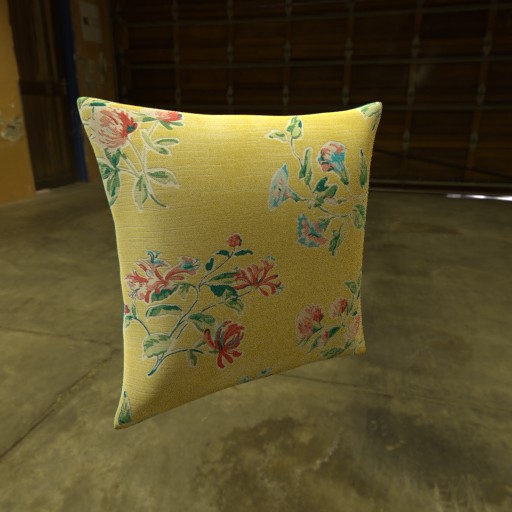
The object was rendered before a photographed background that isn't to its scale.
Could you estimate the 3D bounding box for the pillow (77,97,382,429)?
[{"bbox_3d":[0.000,0.000,0.762,0.525,0.508,0.166,-9,20,-27],"label":"pillow"}]
